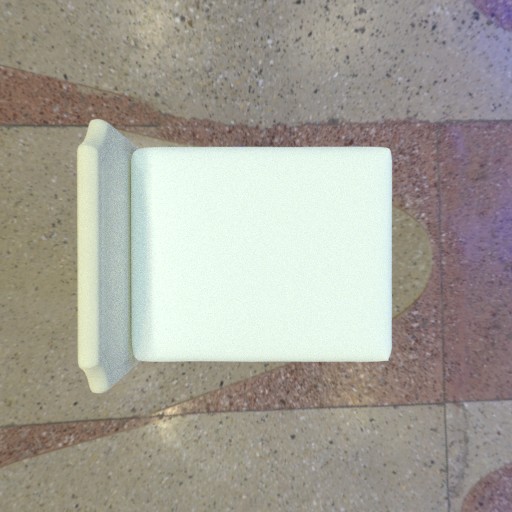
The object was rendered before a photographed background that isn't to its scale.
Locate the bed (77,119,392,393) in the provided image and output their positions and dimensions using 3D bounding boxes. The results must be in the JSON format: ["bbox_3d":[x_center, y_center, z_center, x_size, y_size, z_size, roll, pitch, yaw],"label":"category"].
[{"bbox_3d":[0.000,0.000,3.345,2.209,1.296,1.827,0,91,0],"label":"bed"}]
